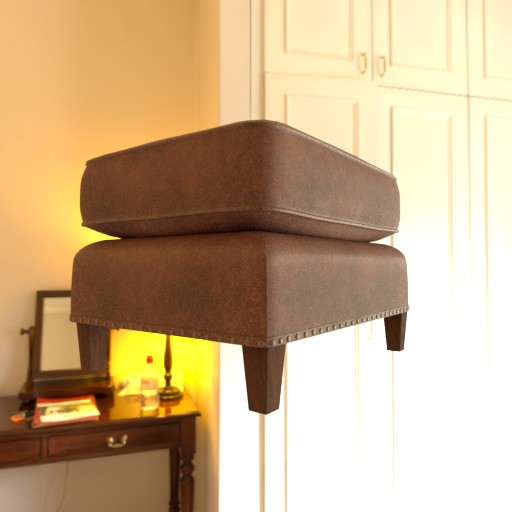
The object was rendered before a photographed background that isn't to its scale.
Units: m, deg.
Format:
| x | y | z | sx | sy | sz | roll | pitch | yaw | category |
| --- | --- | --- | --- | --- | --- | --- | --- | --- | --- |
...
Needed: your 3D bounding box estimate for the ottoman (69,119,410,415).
| x | y | z | sx | sy | sz | roll | pitch | yaw | category |
| --- | --- | --- | --- | --- | --- | --- | --- | --- | --- |
| 0.000 | 0.000 | 1.169 | 0.589 | 0.537 | 0.738 | -1 | -1 | 36 | ottoman |
